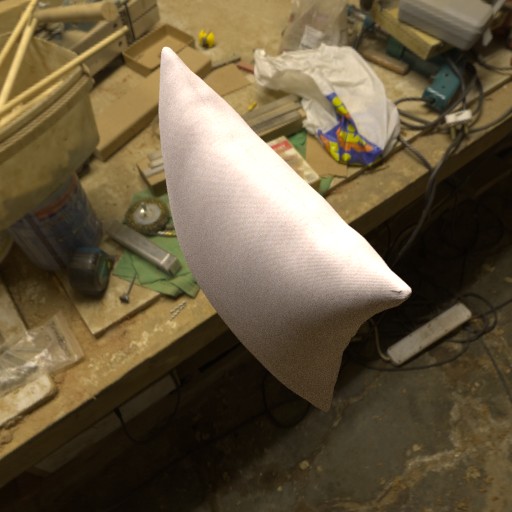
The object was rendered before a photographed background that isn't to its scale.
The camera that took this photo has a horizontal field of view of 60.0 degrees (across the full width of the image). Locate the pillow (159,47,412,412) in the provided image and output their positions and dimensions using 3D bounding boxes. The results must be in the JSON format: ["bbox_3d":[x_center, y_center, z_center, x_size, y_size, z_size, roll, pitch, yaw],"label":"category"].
[{"bbox_3d":[0.000,0.000,0.659,0.173,0.436,0.433,-32,64,-18],"label":"pillow"}]
